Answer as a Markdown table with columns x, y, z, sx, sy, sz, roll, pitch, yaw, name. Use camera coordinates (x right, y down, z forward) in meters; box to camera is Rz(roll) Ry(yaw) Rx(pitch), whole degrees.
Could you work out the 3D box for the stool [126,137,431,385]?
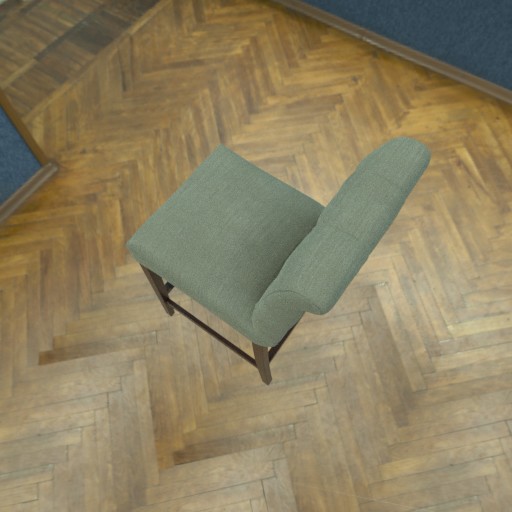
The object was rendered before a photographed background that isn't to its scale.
| x | y | z | sx | sy | sz | roll | pitch | yaw | name |
| --- | --- | --- | --- | --- | --- | --- | --- | --- | --- |
| 0.000 | 0.000 | 1.443 | 0.660 | 1.084 | 0.486 | 33 | 68 | 15 | stool |
